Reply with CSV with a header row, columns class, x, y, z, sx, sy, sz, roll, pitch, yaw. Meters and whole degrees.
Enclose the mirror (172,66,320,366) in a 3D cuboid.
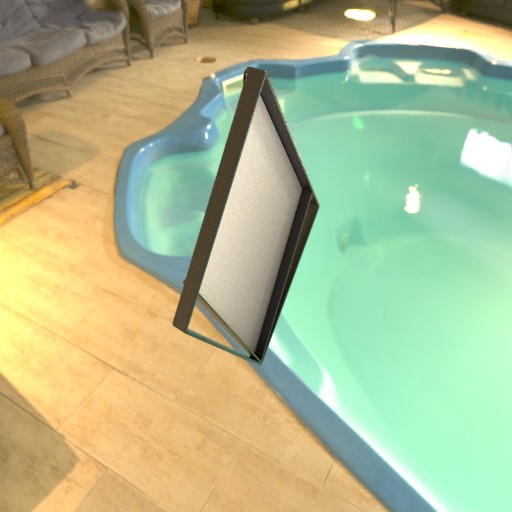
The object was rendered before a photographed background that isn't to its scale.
class,x,y,z,sx,sy,sz,roll,pitch,yaw
mirror,0.000,0.000,0.823,0.032,0.679,0.419,26,48,26
